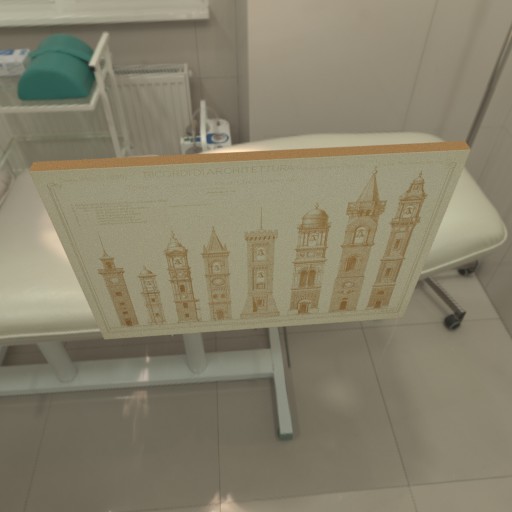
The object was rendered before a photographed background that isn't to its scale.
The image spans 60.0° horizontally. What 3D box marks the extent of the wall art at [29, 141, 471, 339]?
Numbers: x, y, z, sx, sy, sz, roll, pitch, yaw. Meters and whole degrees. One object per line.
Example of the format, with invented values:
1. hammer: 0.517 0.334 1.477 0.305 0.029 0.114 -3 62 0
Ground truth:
1. wall art: 0.000 0.000 1.146 0.915 0.608 0.033 -4 46 -3
